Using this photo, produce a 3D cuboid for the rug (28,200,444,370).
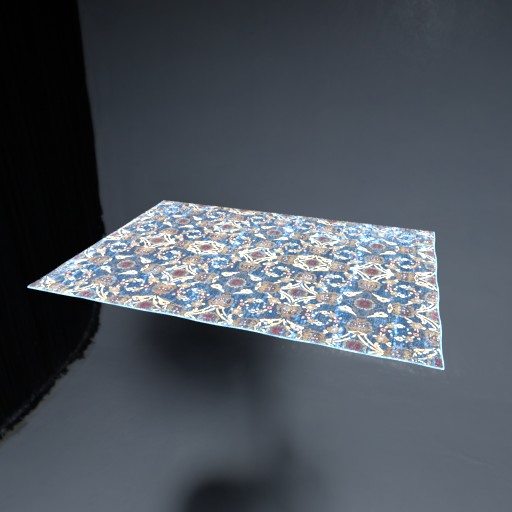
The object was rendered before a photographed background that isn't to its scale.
[{"bbox_3d":[0.000,0.000,2.861,2.207,0.014,1.567,8,27,16],"label":"rug"}]
